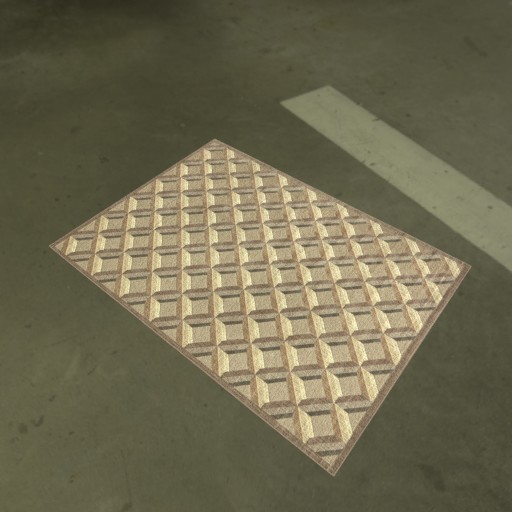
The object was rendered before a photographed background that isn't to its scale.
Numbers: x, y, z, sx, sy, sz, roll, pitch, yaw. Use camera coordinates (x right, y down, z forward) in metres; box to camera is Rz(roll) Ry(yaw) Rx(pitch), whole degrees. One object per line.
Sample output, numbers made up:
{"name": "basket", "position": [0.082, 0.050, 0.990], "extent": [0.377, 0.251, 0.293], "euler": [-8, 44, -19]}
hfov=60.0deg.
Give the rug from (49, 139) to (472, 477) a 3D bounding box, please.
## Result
{"name": "rug", "position": [0.000, 0.000, 4.243], "extent": [3.294, 0.018, 2.382], "euler": [32, 56, 25]}
